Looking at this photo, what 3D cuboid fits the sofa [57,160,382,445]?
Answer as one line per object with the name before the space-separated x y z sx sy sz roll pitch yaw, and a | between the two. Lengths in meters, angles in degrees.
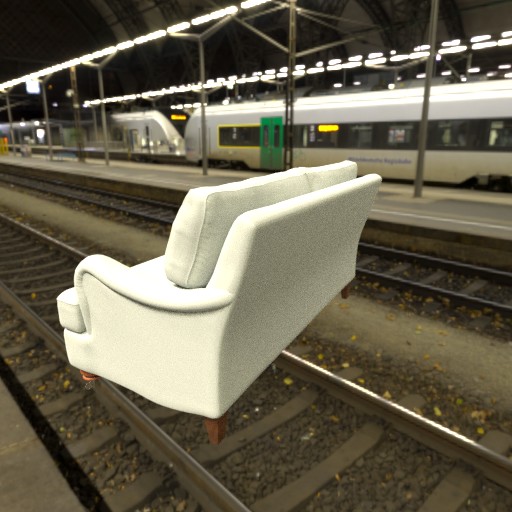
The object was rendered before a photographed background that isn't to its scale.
sofa | 0.000 0.000 2.760 1.069 1.096 2.193 7 17 26
